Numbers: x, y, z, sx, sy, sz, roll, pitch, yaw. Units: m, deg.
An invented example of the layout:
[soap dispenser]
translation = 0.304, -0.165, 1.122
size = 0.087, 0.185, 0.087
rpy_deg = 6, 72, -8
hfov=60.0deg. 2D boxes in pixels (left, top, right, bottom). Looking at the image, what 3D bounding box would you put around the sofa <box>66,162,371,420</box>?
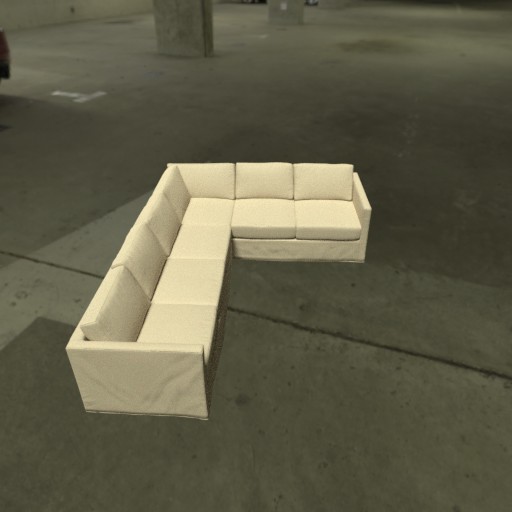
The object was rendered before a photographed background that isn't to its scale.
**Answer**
[sofa]
translation = 0.000, 0.000, 4.373
size = 2.432, 0.871, 3.182
rpy_deg = 1, 33, 2
